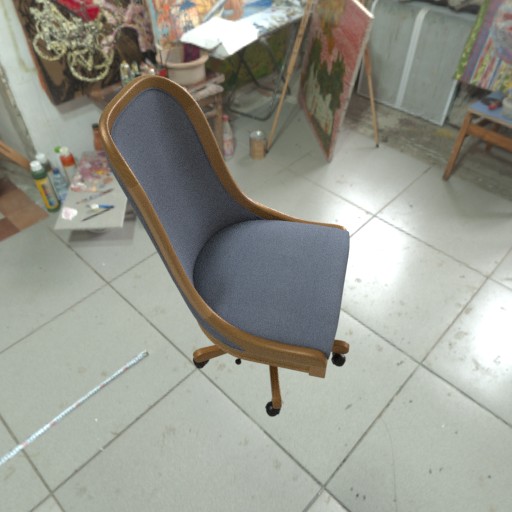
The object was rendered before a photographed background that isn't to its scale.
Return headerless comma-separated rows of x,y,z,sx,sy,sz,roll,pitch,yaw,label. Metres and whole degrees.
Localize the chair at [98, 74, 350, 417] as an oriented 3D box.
0.000,0.000,1.449,0.735,1.031,0.605,11,48,10,chair
